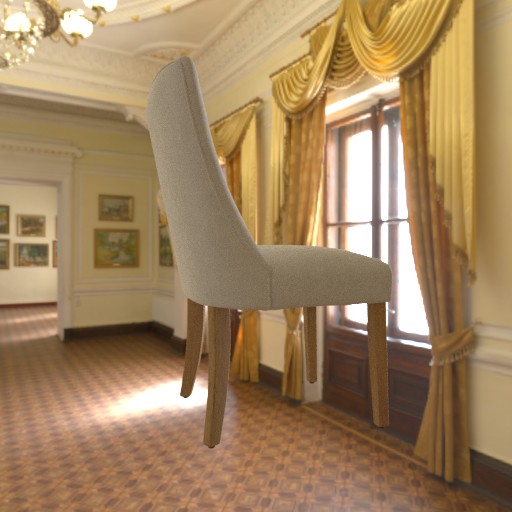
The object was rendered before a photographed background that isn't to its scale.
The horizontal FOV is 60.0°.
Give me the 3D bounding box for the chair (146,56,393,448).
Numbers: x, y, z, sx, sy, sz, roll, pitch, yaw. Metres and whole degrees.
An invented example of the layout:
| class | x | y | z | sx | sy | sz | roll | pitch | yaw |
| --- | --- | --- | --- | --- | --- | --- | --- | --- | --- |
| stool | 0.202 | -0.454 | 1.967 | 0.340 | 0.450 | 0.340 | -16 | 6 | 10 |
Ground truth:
| class | x | y | z | sx | sy | sz | roll | pitch | yaw |
| --- | --- | --- | --- | --- | --- | --- | --- | --- | --- |
| chair | 0.000 | 0.000 | 1.278 | 0.610 | 0.902 | 0.495 | 0 | 0 | -18 |
